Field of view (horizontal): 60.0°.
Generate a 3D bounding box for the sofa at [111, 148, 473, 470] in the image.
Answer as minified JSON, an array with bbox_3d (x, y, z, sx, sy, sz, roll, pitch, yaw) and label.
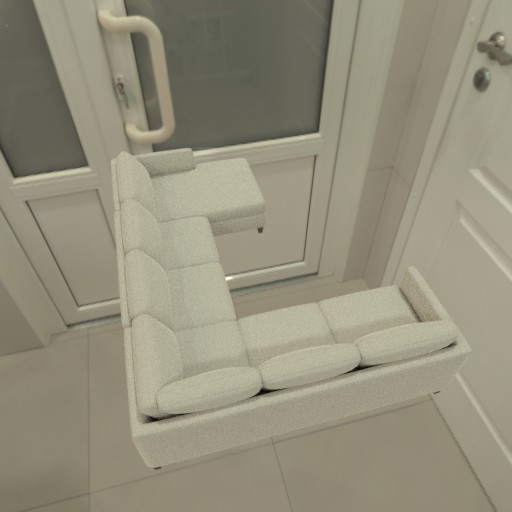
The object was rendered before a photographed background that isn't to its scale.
[{"bbox_3d":[0.000,0.000,4.319,2.551,0.853,3.238,-11,48,-10],"label":"sofa"}]
